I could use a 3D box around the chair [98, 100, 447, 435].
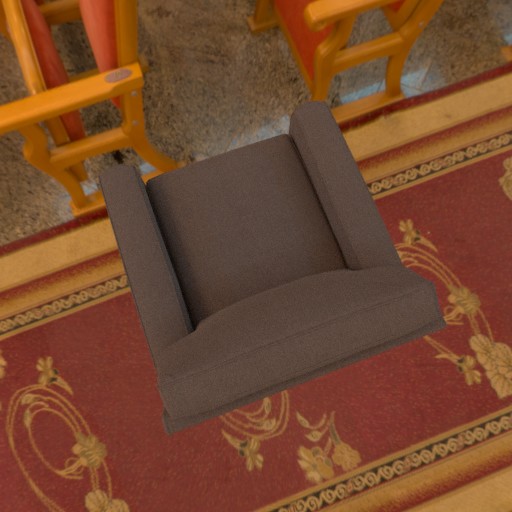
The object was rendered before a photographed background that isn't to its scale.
[{"bbox_3d":[0.000,0.000,1.830,0.997,0.913,1.043,-20,76,-5],"label":"chair"}]
